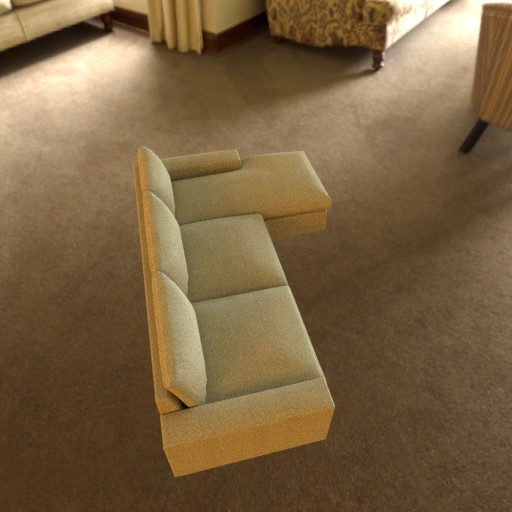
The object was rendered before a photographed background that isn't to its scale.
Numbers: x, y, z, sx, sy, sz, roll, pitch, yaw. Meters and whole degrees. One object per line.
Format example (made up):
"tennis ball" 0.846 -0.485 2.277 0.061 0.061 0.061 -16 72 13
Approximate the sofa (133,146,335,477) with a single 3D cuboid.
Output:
"sofa" 0.000 0.000 3.488 1.689 0.813 2.718 -10 47 -9
